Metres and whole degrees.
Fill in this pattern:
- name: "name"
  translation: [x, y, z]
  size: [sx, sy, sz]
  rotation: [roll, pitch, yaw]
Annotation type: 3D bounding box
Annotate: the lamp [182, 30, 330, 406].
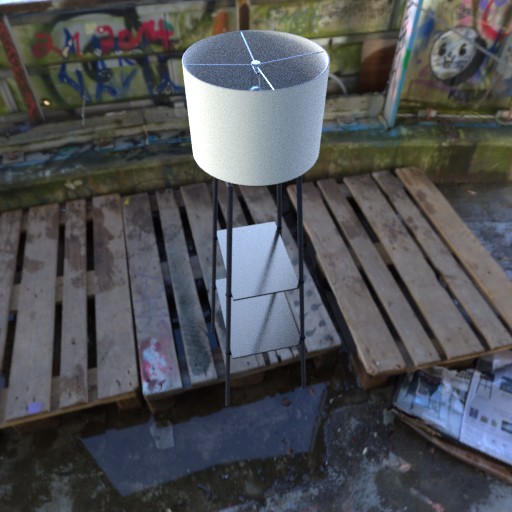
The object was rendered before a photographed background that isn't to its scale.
- name: "lamp"
  translation: [0.000, 0.000, 1.666]
  size: [0.384, 1.474, 0.427]
  rotation: [-10, 47, -9]
